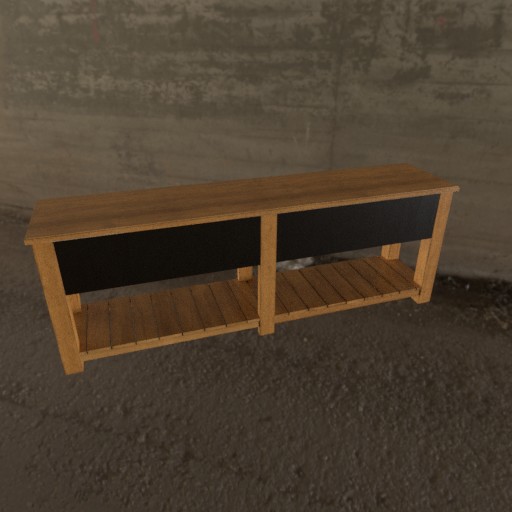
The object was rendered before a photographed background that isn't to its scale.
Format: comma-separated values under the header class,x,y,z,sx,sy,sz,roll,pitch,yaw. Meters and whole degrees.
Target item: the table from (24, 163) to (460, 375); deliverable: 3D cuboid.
class,x,y,z,sx,sy,sz,roll,pitch,yaw
table,0.000,0.000,2.096,1.815,0.635,0.425,-9,29,-16
